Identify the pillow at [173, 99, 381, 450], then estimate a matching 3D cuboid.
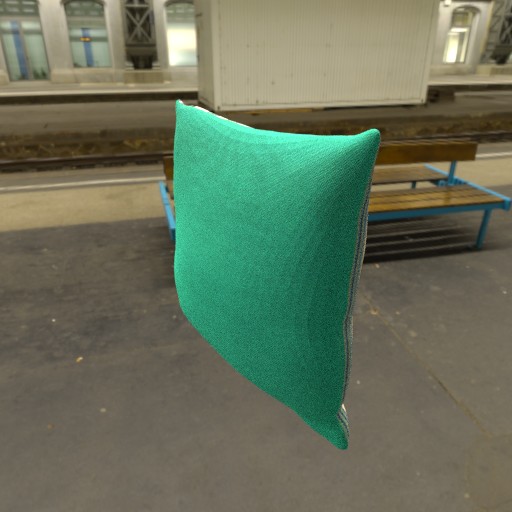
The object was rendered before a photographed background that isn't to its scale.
[{"bbox_3d":[0.000,0.000,0.692,0.182,0.441,0.440,-18,31,-33],"label":"pillow"}]
